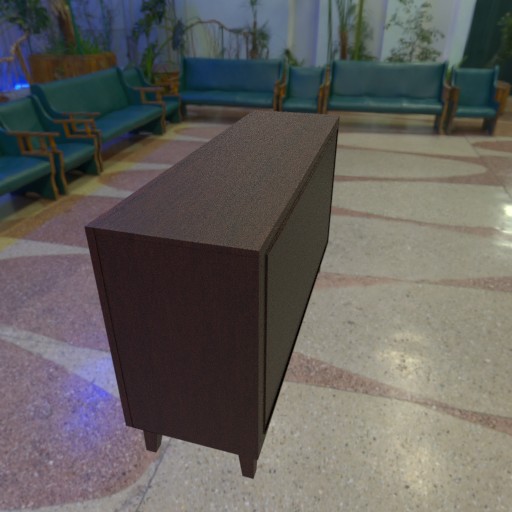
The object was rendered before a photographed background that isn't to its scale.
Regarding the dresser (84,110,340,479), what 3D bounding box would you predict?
[{"bbox_3d":[0.000,0.000,2.042,0.499,0.971,1.609,8,30,14],"label":"dresser"}]
